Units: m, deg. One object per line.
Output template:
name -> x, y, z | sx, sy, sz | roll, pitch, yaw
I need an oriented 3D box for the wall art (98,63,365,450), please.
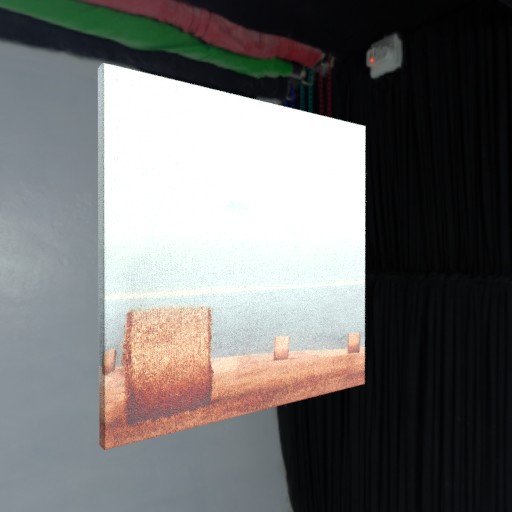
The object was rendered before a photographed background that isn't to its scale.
wall art -> 0.000, 0.000, 1.104 | 0.760, 0.760, 0.042 | 0, 1, -35
